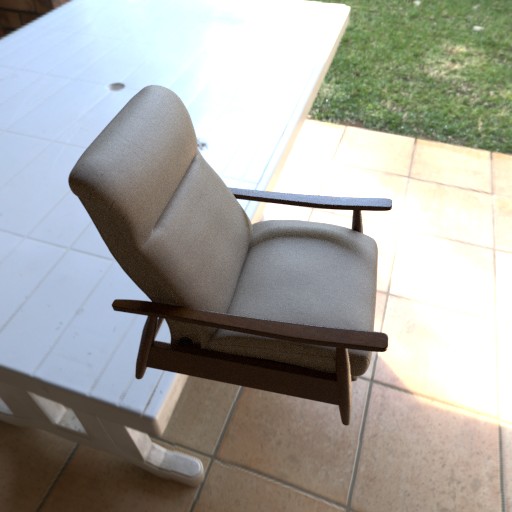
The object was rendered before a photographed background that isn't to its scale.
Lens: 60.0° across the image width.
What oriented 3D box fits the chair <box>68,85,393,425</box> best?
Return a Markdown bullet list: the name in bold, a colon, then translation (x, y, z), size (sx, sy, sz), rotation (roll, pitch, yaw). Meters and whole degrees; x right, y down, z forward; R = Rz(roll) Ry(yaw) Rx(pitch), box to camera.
- **chair**: translation (0.000, 0.000, 1.785), size (1.030, 1.082, 0.762), rotation (10, 47, 9)
